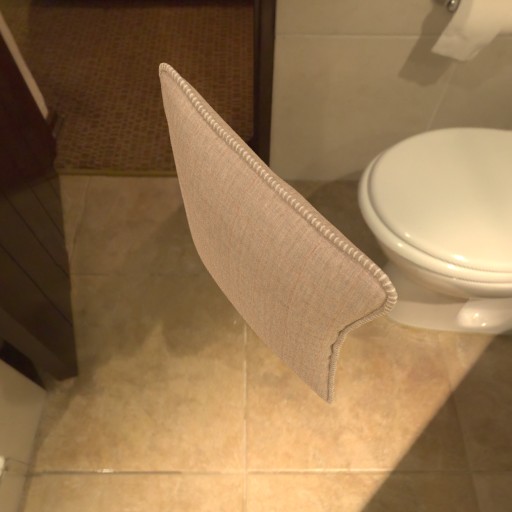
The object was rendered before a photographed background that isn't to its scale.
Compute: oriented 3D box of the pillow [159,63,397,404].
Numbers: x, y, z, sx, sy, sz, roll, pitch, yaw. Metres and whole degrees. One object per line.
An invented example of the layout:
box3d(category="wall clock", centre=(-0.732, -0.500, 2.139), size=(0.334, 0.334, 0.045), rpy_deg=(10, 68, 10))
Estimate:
box3d(category="pillow", centre=(0.000, 0.000, 0.751), size=(0.124, 0.494, 0.485), rpy_deg=(-33, 64, -18))
